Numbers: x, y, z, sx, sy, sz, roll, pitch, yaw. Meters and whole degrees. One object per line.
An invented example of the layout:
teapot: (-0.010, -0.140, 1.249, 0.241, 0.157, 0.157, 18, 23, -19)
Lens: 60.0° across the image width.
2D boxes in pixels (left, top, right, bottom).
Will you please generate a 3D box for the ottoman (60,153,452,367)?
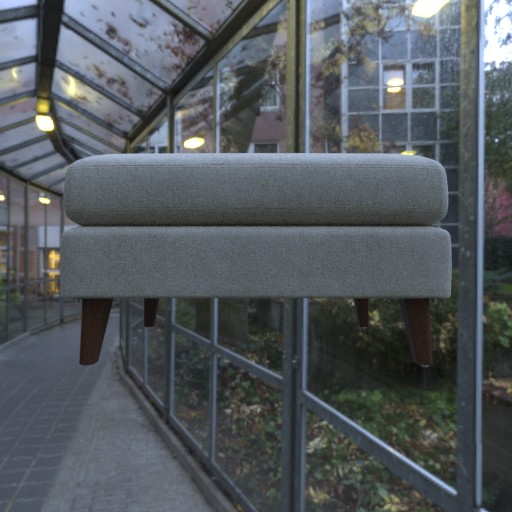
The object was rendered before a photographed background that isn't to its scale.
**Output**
ottoman: (0.000, 0.000, 1.216, 0.823, 0.478, 0.610, 0, -1, 0)
